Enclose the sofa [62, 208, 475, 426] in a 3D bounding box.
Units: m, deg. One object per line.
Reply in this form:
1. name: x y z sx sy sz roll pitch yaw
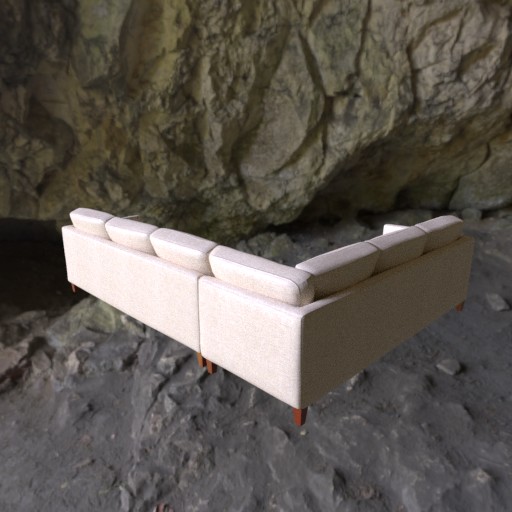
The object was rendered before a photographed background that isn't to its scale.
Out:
1. sofa: 0.000 0.000 4.452 2.593 0.947 3.302 -16 22 -43
